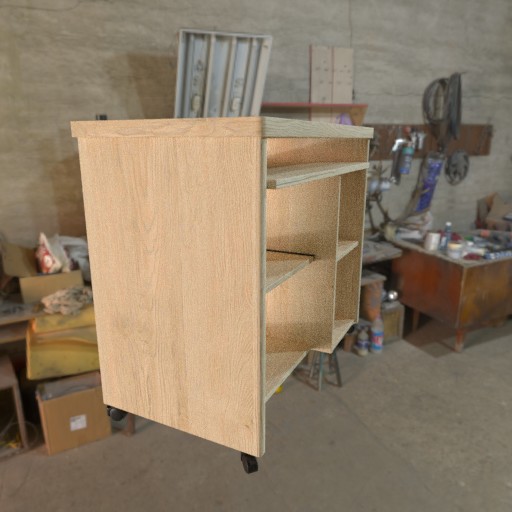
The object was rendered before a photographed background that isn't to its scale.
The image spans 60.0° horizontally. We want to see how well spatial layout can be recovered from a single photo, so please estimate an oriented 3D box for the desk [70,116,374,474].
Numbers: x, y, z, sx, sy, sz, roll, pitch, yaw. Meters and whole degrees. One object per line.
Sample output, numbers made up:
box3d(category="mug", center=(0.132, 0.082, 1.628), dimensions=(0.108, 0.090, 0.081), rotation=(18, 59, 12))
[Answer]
box3d(category="desk", center=(0.000, 0.000, 1.361), dimensions=(0.480, 0.770, 0.885), rotation=(7, 16, 26))
